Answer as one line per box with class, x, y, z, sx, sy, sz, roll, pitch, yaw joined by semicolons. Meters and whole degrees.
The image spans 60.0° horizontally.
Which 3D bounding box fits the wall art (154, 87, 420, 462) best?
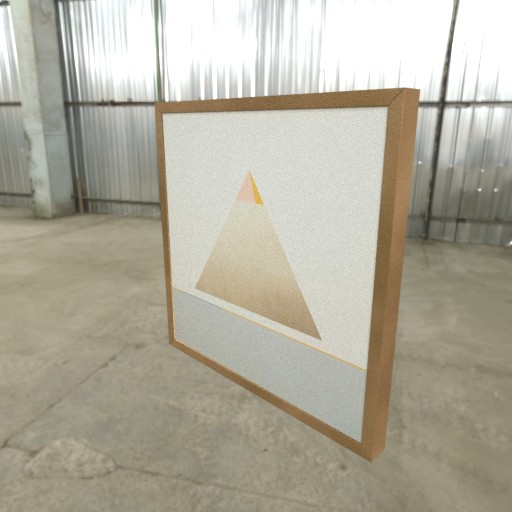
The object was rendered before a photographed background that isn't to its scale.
wall art;0.000;0.000;0.758;0.038;0.511;0.513;-16;23;-43
